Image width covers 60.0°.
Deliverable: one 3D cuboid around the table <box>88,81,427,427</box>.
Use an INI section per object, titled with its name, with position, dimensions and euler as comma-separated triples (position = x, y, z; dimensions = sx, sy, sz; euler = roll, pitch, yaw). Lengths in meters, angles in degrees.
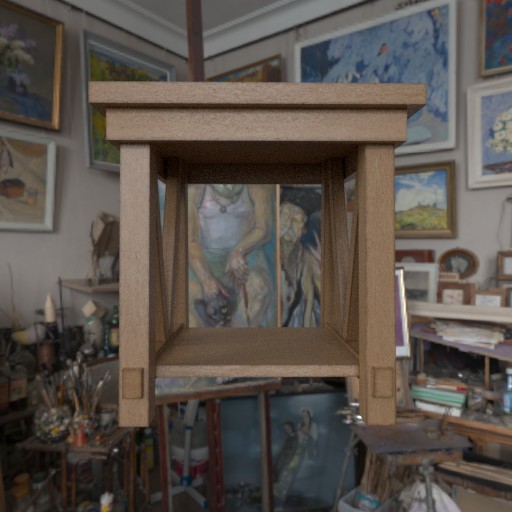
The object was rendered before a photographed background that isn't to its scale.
[table]
position = 0.000, 0.000, 1.110
dimensions = 0.610, 0.638, 0.612
euler = 0, 1, -1
